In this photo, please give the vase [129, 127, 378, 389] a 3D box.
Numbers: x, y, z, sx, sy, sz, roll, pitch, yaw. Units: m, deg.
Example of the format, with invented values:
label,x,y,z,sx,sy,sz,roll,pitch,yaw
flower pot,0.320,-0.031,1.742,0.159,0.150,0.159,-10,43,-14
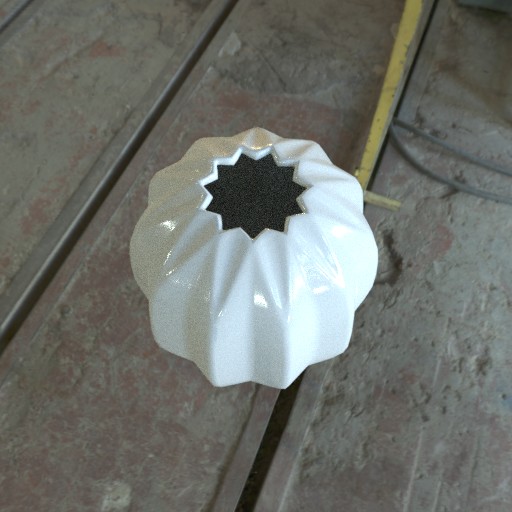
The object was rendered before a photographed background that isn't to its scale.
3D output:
label,x,y,z,sx,sy,sz,roll,pitch,yaw
vase,0.000,0.000,0.251,0.139,0.134,0.139,0,64,0
